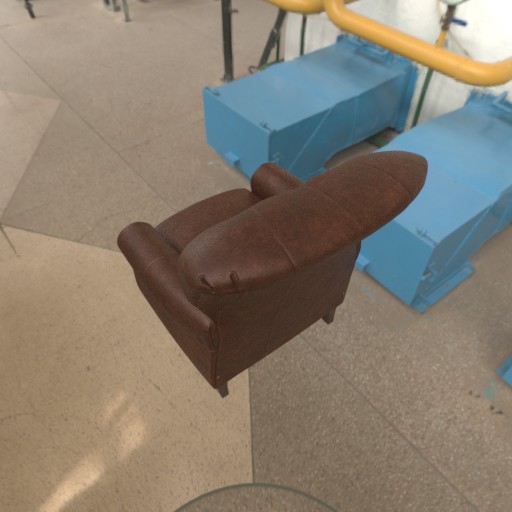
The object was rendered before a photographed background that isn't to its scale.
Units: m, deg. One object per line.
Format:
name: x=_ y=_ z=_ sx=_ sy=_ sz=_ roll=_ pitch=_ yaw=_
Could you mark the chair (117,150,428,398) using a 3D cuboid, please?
chair: x=0.000 y=0.000 z=1.964 sx=0.979 sy=1.162 sz=1.031 roll=-29 pitch=54 yaw=-24
